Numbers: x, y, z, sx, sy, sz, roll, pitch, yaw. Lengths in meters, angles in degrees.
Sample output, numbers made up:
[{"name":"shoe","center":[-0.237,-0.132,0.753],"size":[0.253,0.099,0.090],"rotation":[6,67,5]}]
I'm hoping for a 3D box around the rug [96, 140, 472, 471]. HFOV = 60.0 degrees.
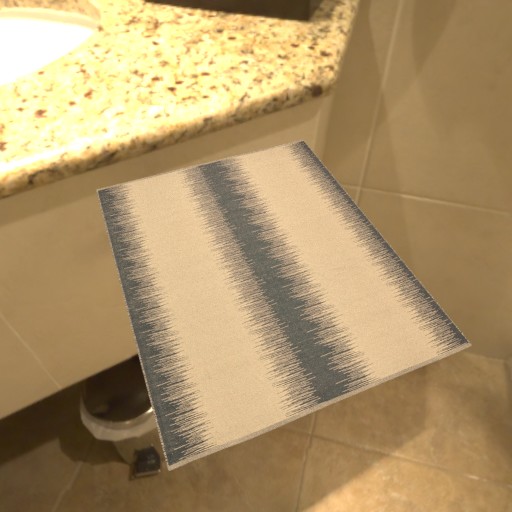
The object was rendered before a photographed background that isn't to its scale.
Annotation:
[{"name":"rug","center":[0.000,0.000,4.104],"size":[2.453,0.004,3.037],"rotation":[-17,51,-14]}]
